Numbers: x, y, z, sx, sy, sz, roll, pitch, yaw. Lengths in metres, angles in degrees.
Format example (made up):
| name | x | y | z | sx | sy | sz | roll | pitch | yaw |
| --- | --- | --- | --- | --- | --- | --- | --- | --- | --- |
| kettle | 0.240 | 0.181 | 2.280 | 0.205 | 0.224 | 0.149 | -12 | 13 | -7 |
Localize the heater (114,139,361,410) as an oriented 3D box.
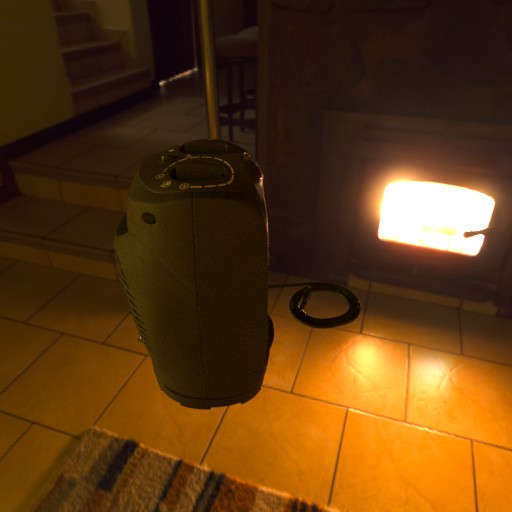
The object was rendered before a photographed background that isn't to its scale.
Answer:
| name | x | y | z | sx | sy | sz | roll | pitch | yaw |
| --- | --- | --- | --- | --- | --- | --- | --- | --- | --- |
| heater | 0.000 | 0.000 | 0.488 | 0.291 | 0.255 | 0.239 | -1 | 32 | -1 |
